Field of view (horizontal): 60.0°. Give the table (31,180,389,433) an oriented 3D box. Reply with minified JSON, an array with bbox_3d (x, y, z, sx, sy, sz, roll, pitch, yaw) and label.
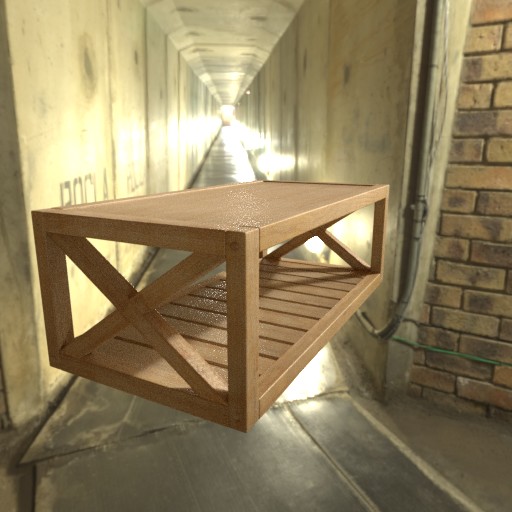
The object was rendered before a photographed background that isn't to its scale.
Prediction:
[{"bbox_3d":[0.000,0.000,1.641,0.660,0.457,1.321,7,16,27],"label":"table"}]
